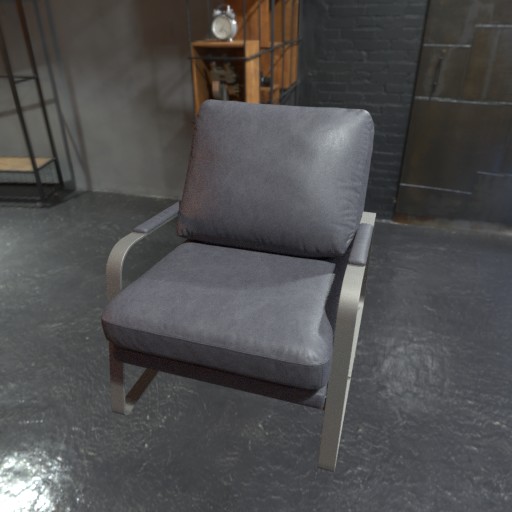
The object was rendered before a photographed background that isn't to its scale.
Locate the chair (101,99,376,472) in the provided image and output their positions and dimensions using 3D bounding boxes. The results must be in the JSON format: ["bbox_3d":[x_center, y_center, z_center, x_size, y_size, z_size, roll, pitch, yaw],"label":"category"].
[{"bbox_3d":[0.000,0.000,1.423,0.692,0.839,0.878,9,30,15],"label":"chair"}]
